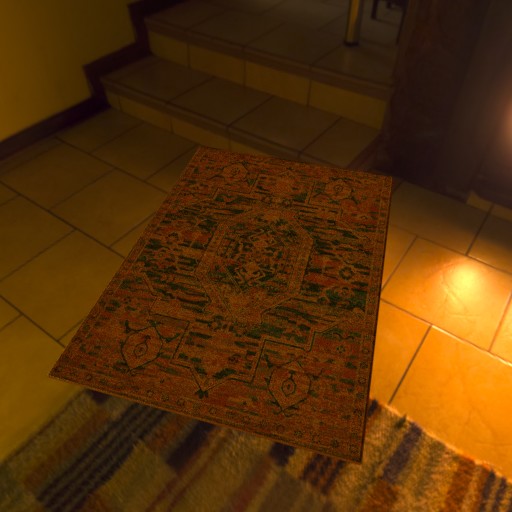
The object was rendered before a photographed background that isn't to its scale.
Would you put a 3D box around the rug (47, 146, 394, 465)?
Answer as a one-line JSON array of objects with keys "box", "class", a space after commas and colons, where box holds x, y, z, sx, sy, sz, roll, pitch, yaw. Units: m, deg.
[{"box": [0.000, 0.000, 2.832, 1.588, 0.024, 2.204, 11, 47, 11], "class": "rug"}]
